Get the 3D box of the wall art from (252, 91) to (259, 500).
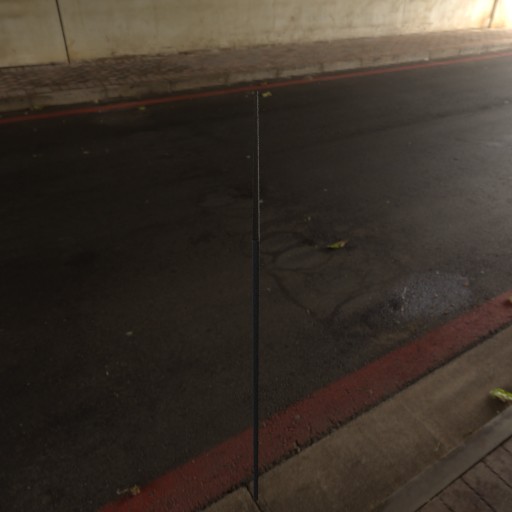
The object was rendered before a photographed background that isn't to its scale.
[{"bbox_3d":[0.000,0.000,1.484,0.013,0.811,1.192,0,32,0],"label":"wall art"}]
